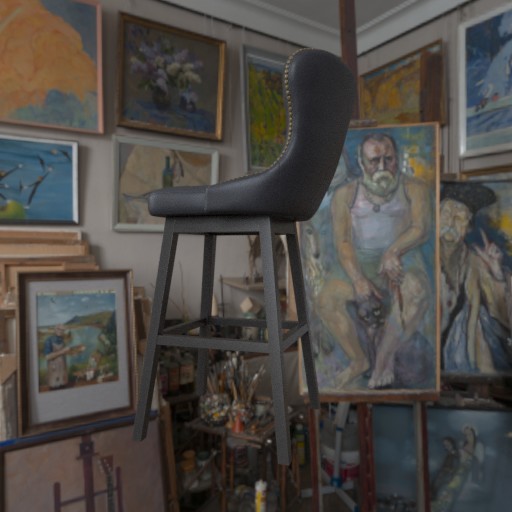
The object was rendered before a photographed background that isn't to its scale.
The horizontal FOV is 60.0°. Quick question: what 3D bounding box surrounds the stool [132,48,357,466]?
[{"bbox_3d":[0.000,0.000,1.370,0.601,1.050,0.528,0,1,19],"label":"stool"}]
